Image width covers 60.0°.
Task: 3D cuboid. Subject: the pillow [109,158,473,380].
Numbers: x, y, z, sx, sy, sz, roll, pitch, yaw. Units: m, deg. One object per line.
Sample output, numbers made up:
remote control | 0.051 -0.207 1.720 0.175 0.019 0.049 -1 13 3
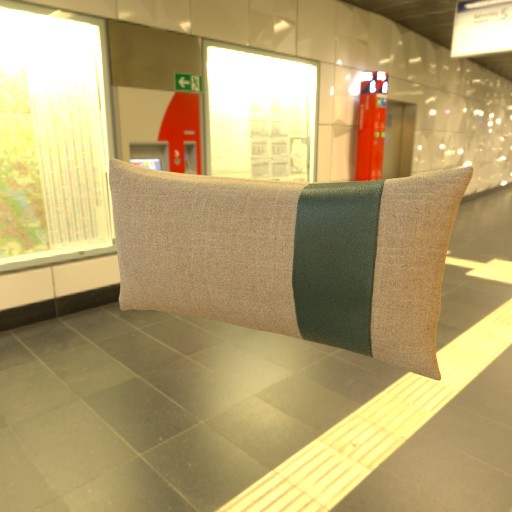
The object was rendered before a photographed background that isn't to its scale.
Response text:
pillow | 0.000 0.000 1.020 0.859 0.429 0.197 7 16 26
